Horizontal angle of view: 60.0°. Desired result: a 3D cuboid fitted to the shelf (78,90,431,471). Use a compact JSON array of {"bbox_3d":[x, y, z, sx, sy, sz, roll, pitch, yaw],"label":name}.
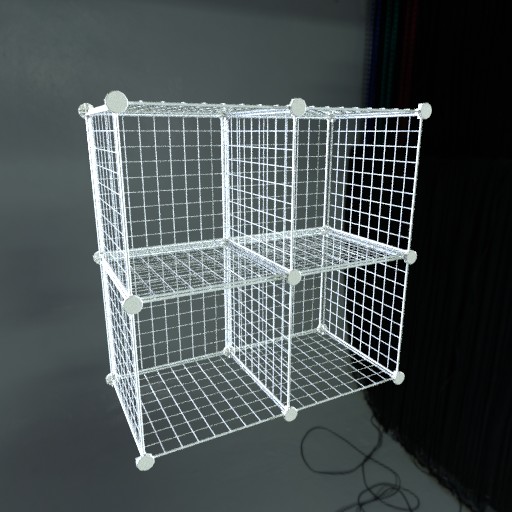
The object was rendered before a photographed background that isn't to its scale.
[{"bbox_3d":[0.000,0.000,1.090,0.711,0.711,0.356,-8,18,-26],"label":"shelf"}]
